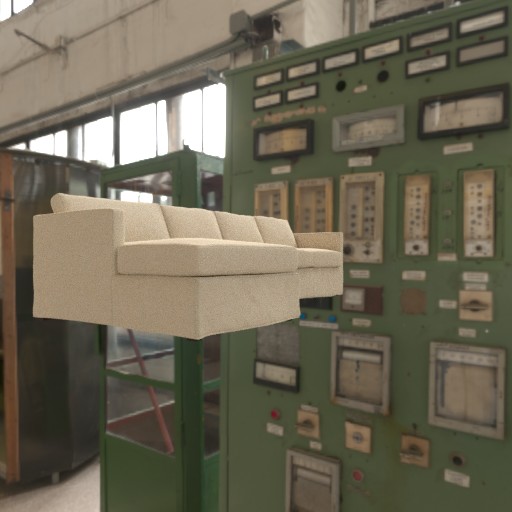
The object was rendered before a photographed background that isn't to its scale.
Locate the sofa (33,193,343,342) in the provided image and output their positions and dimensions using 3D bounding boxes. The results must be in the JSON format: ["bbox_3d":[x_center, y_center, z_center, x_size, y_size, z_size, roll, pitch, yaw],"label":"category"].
[{"bbox_3d":[0.000,0.000,3.929,1.650,0.922,3.205,0,0,36],"label":"sofa"}]
